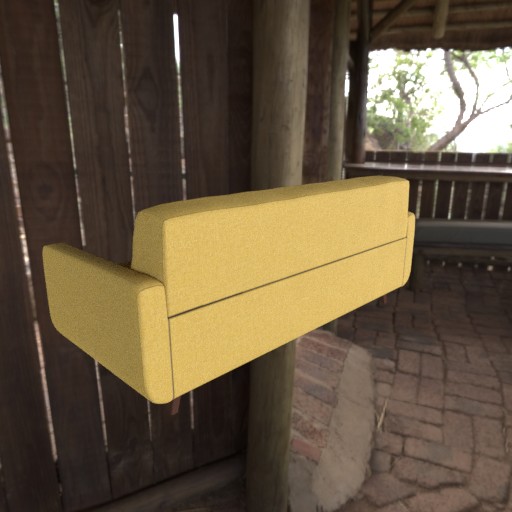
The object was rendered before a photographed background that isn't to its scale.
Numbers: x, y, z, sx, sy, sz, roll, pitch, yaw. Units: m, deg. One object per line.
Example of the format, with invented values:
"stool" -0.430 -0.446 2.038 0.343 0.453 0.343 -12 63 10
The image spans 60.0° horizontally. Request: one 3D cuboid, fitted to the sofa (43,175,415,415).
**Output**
"sofa" 0.000 0.000 2.513 0.909 0.841 2.029 15 22 43
